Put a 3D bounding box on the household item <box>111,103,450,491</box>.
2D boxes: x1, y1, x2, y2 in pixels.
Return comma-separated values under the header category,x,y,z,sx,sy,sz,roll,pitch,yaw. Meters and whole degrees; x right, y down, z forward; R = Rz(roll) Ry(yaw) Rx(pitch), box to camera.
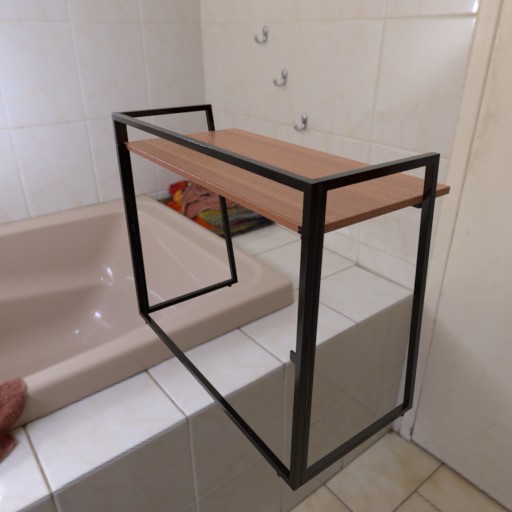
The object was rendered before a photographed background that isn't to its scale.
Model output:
category,x,y,z,sx,sy,sz,roll,pitch,yaw
household item,0.000,0.000,1.512,0.510,0.860,1.050,-18,31,-32
